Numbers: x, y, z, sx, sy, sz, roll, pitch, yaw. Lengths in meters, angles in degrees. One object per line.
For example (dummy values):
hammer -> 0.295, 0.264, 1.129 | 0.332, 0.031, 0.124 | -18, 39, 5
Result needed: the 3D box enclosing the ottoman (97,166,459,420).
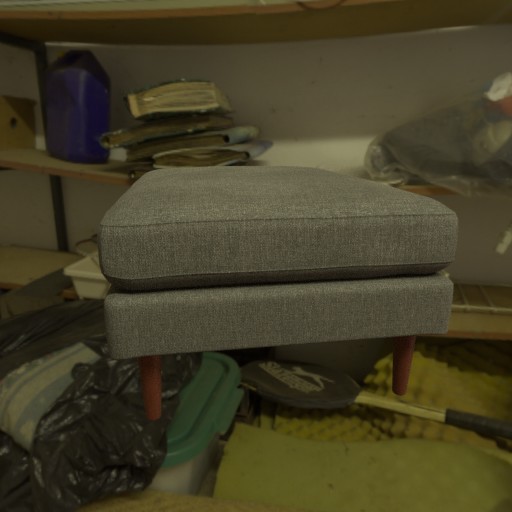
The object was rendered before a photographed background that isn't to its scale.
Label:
ottoman -> 0.000, 0.000, 1.231 | 0.693, 0.474, 0.821 | -3, 16, -9
